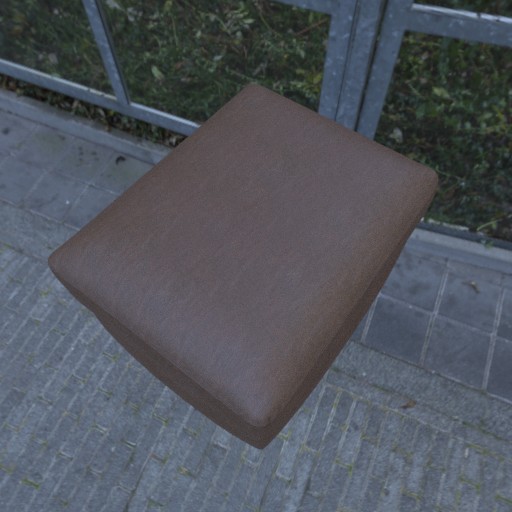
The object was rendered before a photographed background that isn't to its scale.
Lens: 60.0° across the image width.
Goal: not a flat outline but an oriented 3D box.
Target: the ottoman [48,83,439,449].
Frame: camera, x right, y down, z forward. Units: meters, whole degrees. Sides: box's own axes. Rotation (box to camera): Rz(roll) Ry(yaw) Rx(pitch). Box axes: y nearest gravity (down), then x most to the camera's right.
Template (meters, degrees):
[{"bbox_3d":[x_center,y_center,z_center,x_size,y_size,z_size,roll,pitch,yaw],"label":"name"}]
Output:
[{"bbox_3d":[0.000,0.000,1.195,0.635,0.508,0.787,33,64,18],"label":"ottoman"}]
